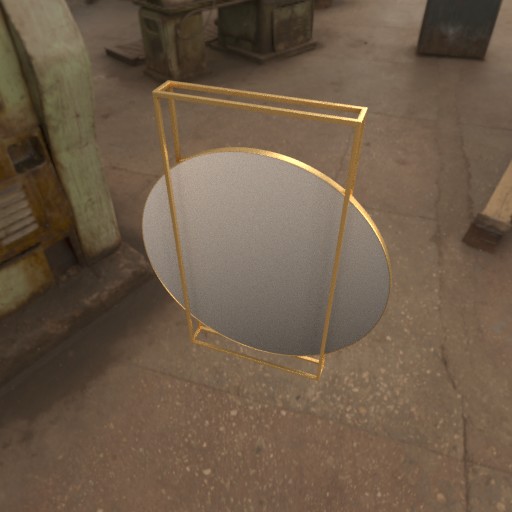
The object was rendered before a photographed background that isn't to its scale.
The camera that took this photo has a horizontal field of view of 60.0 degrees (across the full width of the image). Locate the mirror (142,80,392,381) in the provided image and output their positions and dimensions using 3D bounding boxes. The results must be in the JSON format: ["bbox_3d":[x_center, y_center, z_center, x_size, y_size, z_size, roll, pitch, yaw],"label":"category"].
[{"bbox_3d":[0.000,0.000,0.841,0.508,0.603,0.051,13,43,15],"label":"mirror"}]
